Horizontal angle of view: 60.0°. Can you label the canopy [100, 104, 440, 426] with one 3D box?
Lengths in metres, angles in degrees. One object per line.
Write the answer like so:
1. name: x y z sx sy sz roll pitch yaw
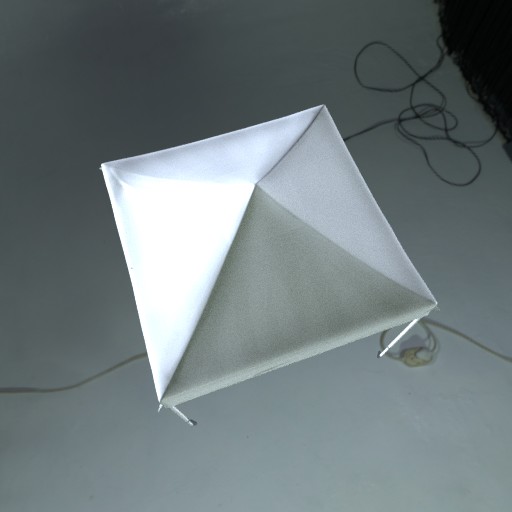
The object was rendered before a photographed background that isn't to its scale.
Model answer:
1. canopy: 0.000 0.000 5.496 2.996 2.998 2.994 -17 65 -9
